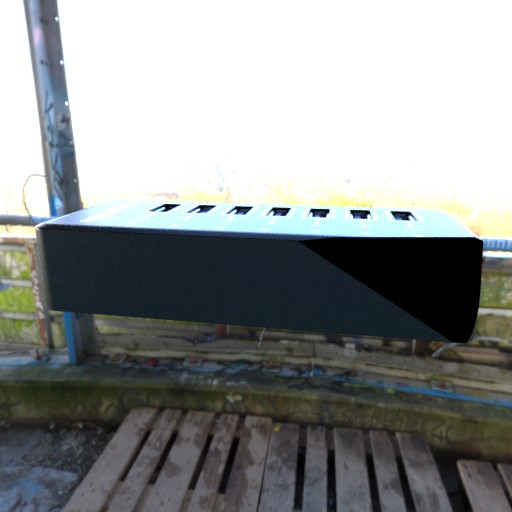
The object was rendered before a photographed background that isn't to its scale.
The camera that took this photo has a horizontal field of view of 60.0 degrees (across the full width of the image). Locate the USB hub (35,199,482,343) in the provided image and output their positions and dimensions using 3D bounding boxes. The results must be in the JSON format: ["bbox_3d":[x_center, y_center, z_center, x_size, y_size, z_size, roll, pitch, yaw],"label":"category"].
[{"bbox_3d":[0.000,0.000,0.126,0.110,0.023,0.044,3,17,10],"label":"USB hub"}]
